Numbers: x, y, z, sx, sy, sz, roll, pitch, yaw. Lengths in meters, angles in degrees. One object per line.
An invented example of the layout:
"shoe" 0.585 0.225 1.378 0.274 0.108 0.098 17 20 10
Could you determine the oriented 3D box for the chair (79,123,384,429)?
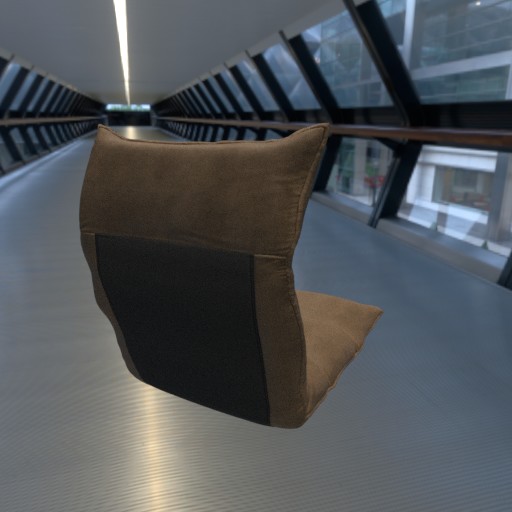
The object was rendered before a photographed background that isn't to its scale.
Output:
"chair" 0.000 0.000 1.564 0.714 0.892 0.985 9 19 28
